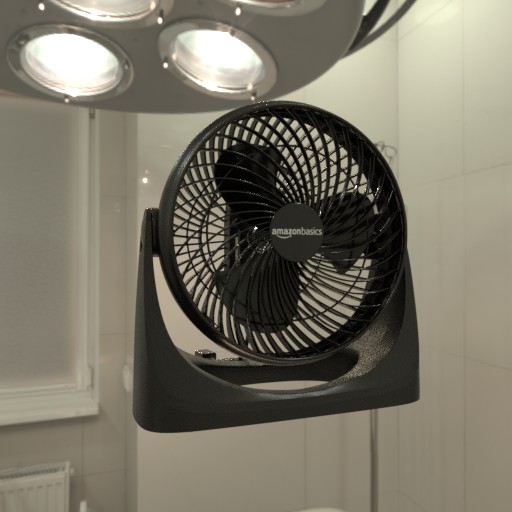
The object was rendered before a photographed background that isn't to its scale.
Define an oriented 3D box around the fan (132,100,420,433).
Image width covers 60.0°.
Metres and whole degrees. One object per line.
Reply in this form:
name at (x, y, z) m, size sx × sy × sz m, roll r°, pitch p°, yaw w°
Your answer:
fan at (0.000, 0.000, 0.494) m, size 0.273 × 0.277 × 0.256 m, roll 0°, pitch -1°, yaw -19°
